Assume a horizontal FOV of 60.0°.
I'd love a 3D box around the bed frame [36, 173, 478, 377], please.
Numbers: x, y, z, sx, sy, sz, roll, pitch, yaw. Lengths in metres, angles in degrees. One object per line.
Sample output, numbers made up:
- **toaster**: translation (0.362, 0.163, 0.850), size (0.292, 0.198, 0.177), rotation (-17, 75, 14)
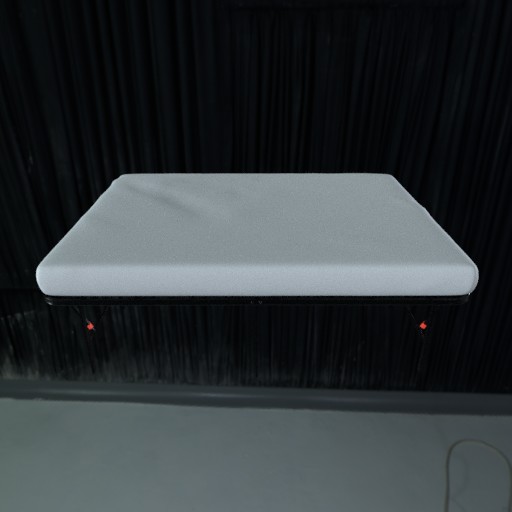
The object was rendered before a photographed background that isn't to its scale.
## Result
- **bed frame**: translation (0.000, 0.000, 2.580), size (1.905, 0.637, 1.372), rotation (0, 27, 0)
